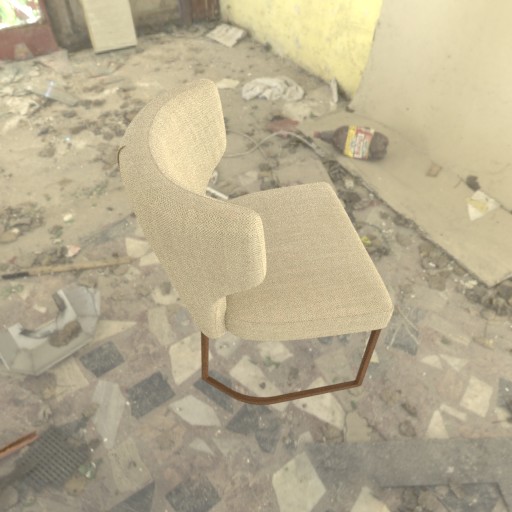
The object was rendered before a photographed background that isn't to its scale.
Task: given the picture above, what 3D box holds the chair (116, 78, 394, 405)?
[{"bbox_3d":[0.000,0.000,1.272,0.617,0.824,0.611,-9,47,-8],"label":"chair"}]
